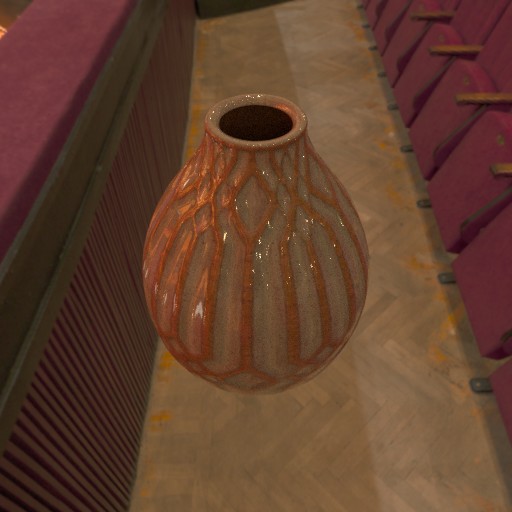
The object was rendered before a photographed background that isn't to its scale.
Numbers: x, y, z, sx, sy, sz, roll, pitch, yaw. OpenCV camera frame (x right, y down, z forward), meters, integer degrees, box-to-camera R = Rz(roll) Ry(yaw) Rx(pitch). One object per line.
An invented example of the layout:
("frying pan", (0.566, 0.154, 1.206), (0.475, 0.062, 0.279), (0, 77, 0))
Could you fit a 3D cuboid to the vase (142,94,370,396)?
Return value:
("vase", (0.000, 0.000, 0.254), (0.131, 0.175, 0.131), (0, 47, 0))
